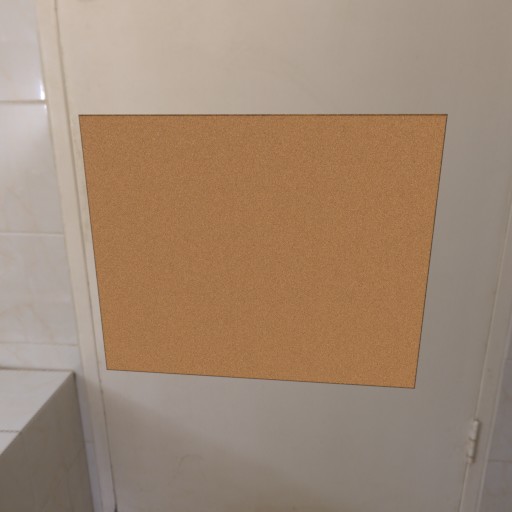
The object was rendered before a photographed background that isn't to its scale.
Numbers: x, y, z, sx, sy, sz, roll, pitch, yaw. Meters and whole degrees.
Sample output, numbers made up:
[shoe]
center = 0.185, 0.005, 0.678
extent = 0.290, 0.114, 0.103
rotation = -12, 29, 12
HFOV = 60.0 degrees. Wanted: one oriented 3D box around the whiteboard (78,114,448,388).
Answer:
[whiteboard]
center = 0.000, 0.000, 0.751
extent = 0.561, 0.457, 0.029
rotation = 2, 17, 6
